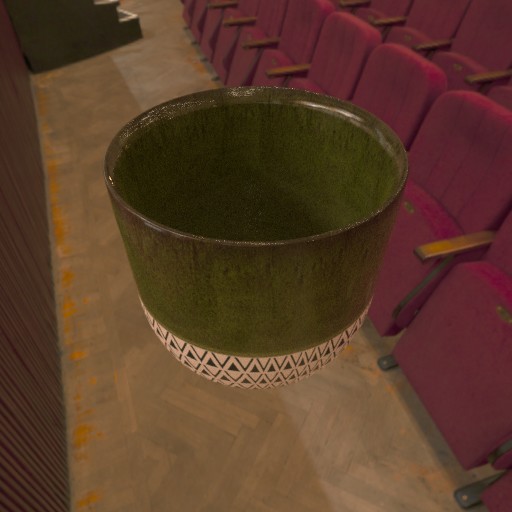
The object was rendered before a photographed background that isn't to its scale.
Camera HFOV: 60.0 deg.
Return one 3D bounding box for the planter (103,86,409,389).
[{"bbox_3d":[0.000,0.000,0.487,0.266,0.270,0.266,0,43,0],"label":"planter"}]
